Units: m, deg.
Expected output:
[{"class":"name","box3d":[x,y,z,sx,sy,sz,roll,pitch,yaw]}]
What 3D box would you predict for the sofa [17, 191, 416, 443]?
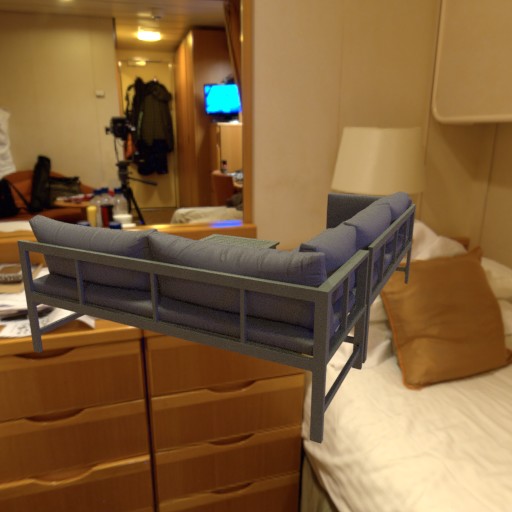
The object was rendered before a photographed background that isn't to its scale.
[{"class":"sofa","box3d":[0.000,0.000,2.898,1.658,0.762,2.149,8,18,26]}]
